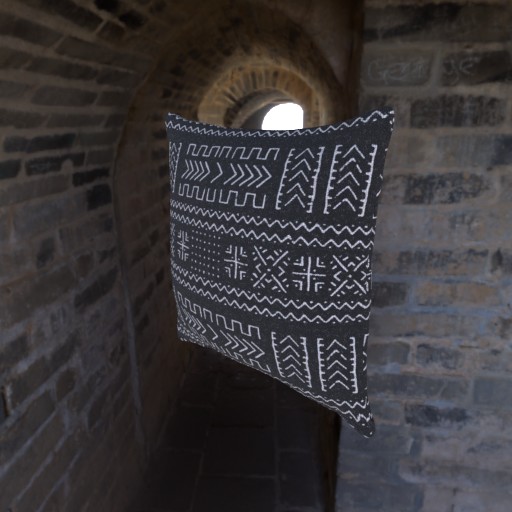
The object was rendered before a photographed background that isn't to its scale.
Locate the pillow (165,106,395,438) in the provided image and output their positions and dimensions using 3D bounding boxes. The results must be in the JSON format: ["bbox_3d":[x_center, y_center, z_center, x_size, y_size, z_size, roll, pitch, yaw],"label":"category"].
[{"bbox_3d":[0.000,0.000,0.681,0.438,0.430,0.164,15,22,43],"label":"pillow"}]
